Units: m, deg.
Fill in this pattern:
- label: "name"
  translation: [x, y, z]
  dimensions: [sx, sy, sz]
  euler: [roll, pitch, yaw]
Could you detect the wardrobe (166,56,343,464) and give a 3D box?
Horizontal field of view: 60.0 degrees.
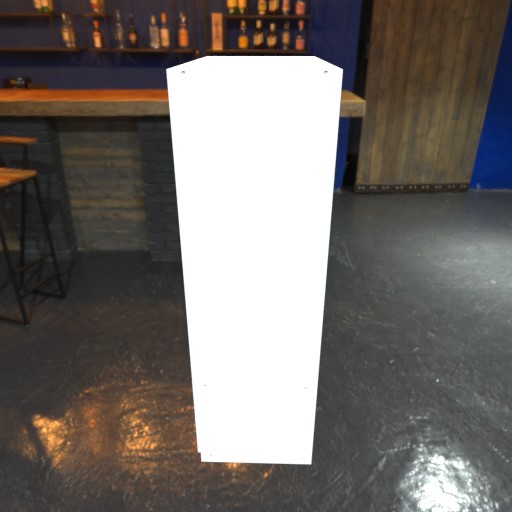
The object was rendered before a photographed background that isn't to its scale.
- label: "wardrobe"
  translation: [0.000, 0.000, 2.247]
  dimensions: [0.577, 1.808, 0.991]
  euler: [1, 26, 2]
